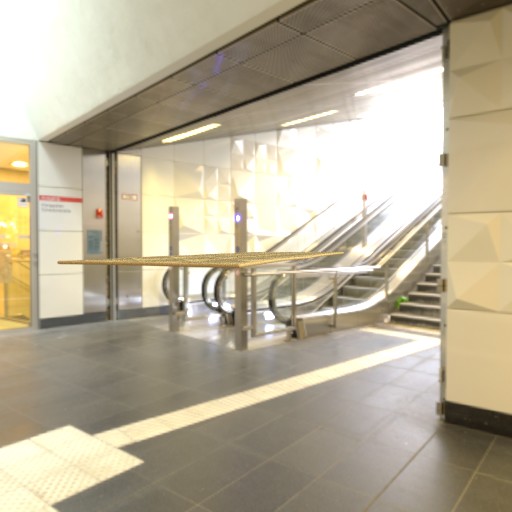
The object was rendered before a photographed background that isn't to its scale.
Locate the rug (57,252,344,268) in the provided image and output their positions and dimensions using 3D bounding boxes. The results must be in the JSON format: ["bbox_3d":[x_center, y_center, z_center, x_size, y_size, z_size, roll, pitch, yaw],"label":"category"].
[{"bbox_3d":[0.000,0.000,2.381,0.645,0.015,2.182,0,1,19],"label":"rug"}]
